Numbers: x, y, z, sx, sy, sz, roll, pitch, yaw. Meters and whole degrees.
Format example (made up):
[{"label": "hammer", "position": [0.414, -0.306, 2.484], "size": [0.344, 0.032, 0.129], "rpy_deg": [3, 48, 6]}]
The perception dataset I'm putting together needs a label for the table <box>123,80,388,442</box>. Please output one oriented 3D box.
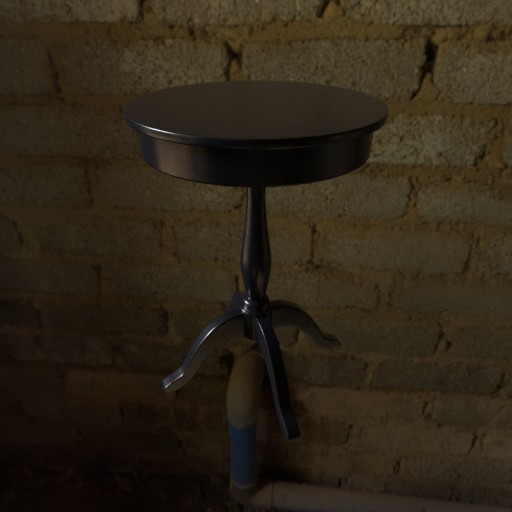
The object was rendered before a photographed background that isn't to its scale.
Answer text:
[{"label": "table", "position": [0.000, 0.000, 0.991], "size": [0.481, 0.665, 0.481], "rpy_deg": [0, 31, 0]}]
